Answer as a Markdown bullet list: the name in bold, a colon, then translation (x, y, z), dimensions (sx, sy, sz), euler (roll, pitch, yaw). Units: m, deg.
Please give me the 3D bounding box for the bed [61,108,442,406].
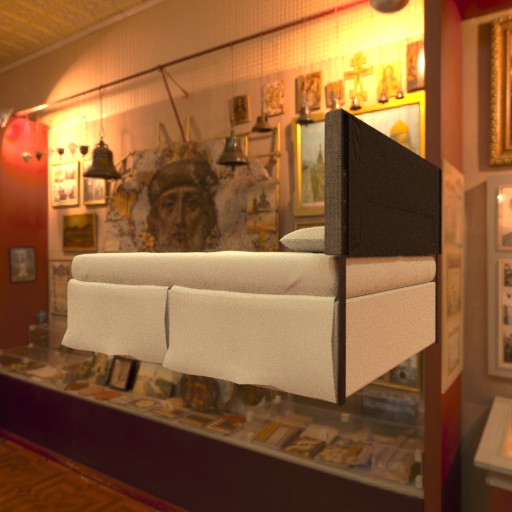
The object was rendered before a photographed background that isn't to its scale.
- **bed**: translation (0.000, 0.000, 2.932), dimensions (1.958, 1.168, 1.621), euler (0, 1, 36)
